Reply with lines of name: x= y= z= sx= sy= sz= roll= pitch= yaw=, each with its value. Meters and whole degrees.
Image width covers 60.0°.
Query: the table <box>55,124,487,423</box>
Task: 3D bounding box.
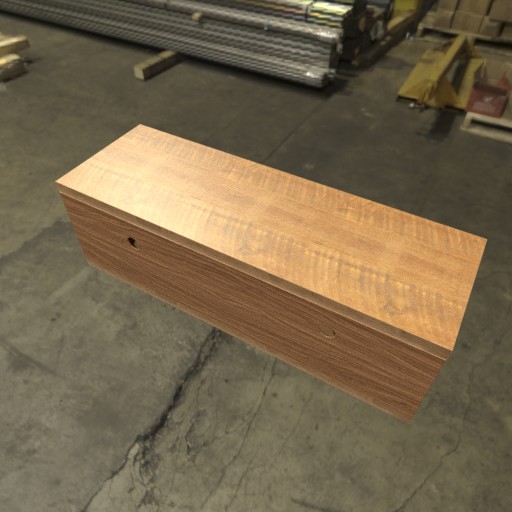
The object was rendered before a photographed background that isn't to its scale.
table: x=0.000 y=0.000 z=1.769 sx=1.499 sy=0.491 sz=0.499 roll=23 pitch=50 yaw=20
